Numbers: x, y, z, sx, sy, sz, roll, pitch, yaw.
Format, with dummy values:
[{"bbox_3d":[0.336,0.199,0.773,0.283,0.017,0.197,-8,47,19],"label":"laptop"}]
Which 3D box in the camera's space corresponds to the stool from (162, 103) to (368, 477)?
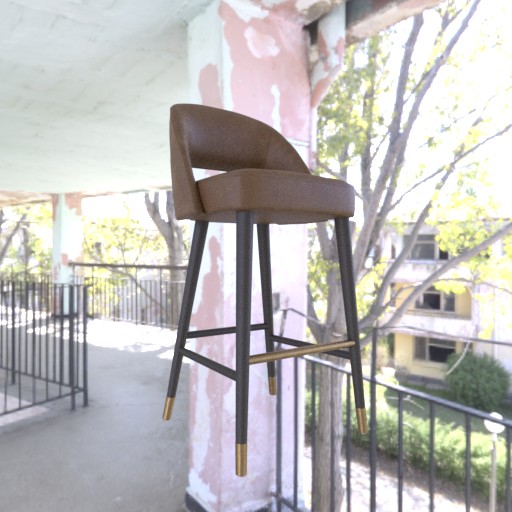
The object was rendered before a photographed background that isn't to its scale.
[{"bbox_3d":[0.000,0.000,1.368,0.494,1.037,0.509,0,1,-35],"label":"stool"}]
